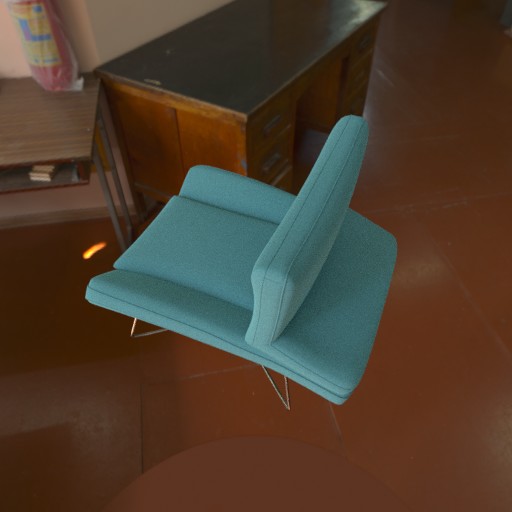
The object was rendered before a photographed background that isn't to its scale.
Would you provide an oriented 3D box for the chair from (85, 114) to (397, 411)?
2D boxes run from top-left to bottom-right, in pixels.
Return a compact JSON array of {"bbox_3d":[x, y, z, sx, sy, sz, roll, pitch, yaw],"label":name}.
[{"bbox_3d":[0.000,0.000,1.697,1.008,0.855,0.859,17,49,16],"label":"chair"}]
